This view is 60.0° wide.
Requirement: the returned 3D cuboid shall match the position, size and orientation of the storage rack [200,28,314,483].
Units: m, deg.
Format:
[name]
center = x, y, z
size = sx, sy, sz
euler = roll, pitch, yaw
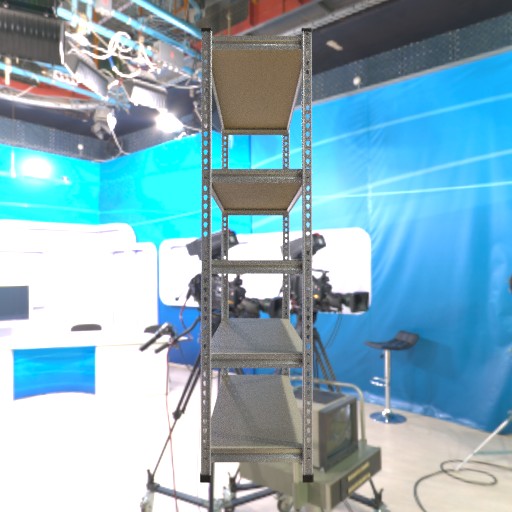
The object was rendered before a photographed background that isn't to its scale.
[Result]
[storage rack]
center = 0.000, 0.000, 2.390
size = 0.457, 1.829, 1.219
euler = 0, -1, 0
